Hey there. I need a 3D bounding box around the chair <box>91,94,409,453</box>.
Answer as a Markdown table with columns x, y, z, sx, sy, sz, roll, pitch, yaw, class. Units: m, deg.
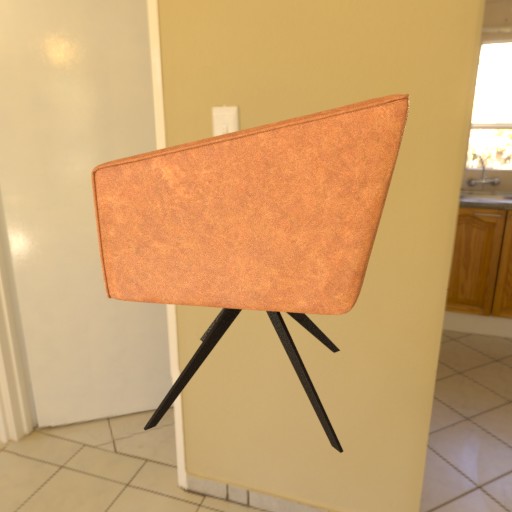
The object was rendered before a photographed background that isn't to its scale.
| x | y | z | sx | sy | sz | roll | pitch | yaw | class |
| --- | --- | --- | --- | --- | --- | --- | --- | --- | --- |
| 0.000 | 0.000 | 1.163 | 0.625 | 0.760 | 0.588 | 3 | 16 | 9 | chair |
